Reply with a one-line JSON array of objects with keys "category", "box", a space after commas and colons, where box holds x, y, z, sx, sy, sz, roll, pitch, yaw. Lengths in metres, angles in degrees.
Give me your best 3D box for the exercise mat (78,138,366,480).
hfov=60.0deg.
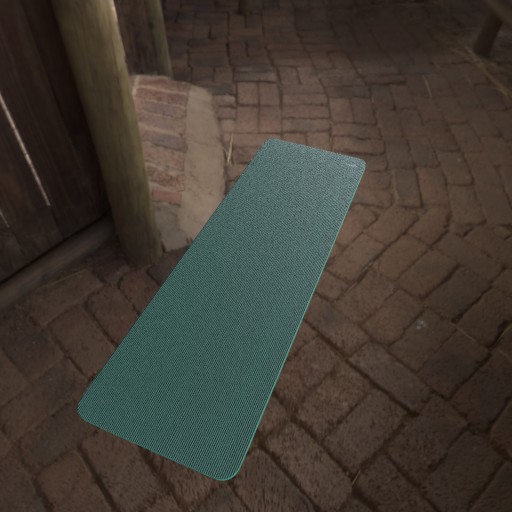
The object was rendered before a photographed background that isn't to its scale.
[{"category": "exercise mat", "box": [0.000, 0.000, 2.044, 0.616, 0.021, 1.869, 17, 50, 15]}]
